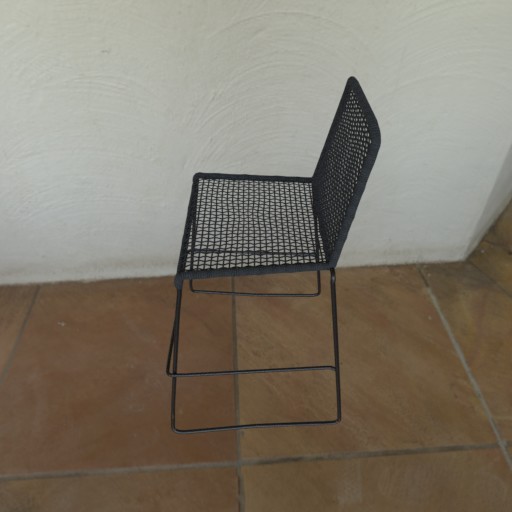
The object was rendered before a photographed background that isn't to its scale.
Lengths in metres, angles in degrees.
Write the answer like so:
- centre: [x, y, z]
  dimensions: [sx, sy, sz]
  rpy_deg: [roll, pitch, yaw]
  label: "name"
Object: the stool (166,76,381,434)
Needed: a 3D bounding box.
- centre: [0.000, 0.000, 1.243]
  dimensions: [0.509, 0.905, 0.590]
  rpy_deg: [0, 42, 0]
  label: "stool"
